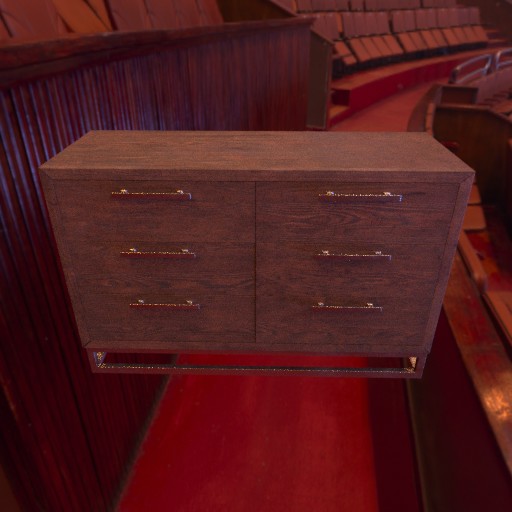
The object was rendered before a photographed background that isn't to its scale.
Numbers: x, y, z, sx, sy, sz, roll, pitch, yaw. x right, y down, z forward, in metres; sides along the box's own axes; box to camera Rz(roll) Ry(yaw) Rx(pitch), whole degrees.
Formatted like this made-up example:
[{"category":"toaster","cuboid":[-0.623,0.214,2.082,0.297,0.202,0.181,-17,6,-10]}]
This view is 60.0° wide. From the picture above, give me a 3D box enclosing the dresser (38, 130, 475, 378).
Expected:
[{"category":"dresser","cuboid":[0.000,0.000,2.170,1.646,1.061,0.623,1,30,1]}]
